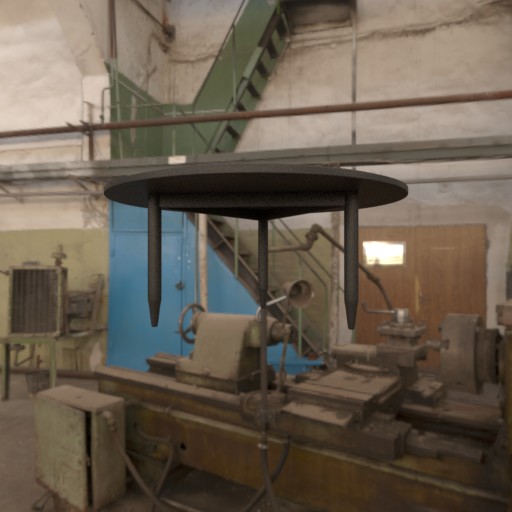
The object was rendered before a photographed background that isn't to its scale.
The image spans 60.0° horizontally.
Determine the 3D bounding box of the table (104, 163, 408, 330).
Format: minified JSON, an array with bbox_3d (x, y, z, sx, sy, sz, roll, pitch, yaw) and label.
[{"bbox_3d":[0.000,0.000,1.383,0.900,0.400,0.900,0,0,0],"label":"table"}]
